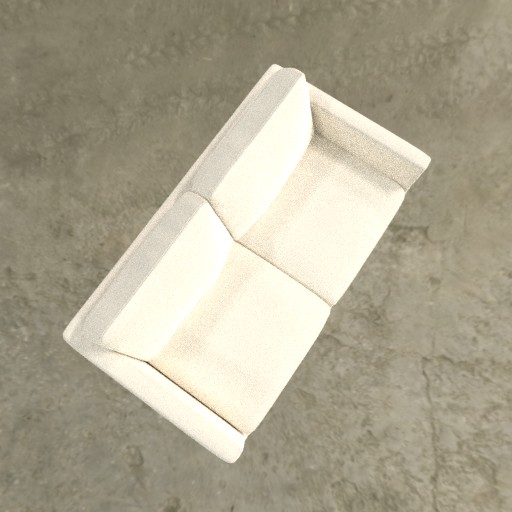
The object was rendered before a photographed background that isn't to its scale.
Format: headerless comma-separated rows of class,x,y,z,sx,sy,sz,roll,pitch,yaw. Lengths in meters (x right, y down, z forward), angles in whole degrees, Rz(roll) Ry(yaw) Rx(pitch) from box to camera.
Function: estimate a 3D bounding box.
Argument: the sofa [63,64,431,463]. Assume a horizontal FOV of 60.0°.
sofa,0.000,0.000,2.271,0.964,0.888,1.702,34,79,8
